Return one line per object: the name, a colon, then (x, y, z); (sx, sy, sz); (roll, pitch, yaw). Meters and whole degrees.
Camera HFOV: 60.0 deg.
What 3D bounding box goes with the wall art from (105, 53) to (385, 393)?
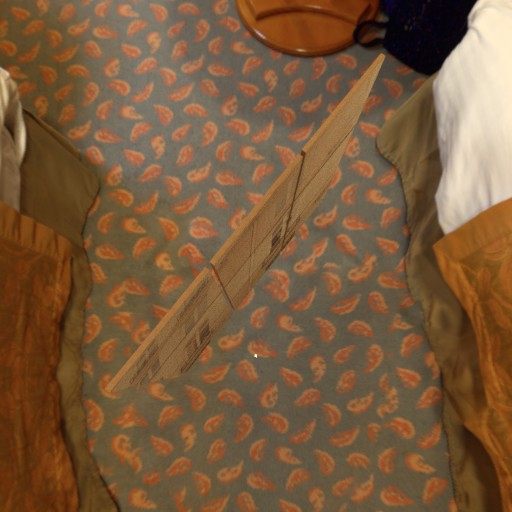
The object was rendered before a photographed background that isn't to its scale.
wall art: (0.000, 0.000, 1.355); (0.018, 0.913, 0.915); (37, 80, 8)
